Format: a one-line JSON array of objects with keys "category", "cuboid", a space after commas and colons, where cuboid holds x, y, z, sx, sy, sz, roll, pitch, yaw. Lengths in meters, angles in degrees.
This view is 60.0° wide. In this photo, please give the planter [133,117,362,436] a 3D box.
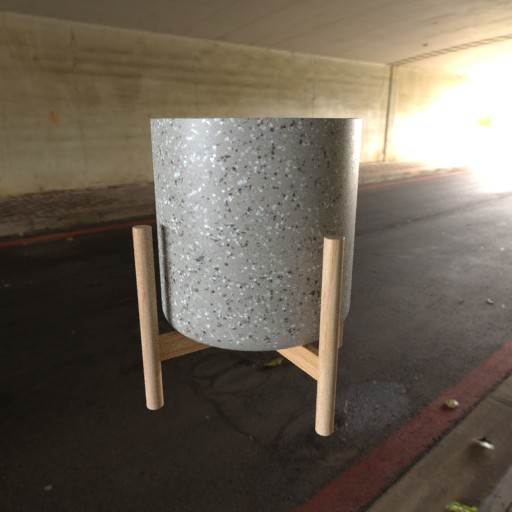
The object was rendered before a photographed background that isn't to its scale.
[{"category": "planter", "cuboid": [0.000, 0.000, 0.710, 0.360, 0.419, 0.360, -3, 17, -9]}]
